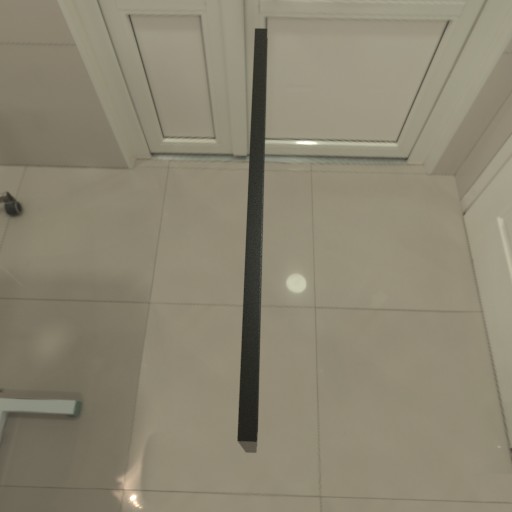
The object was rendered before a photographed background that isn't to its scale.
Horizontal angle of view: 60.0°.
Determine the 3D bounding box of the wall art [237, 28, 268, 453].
[{"bbox_3d":[0.000,0.000,0.826,0.022,0.446,0.659,1,65,1],"label":"wall art"}]
